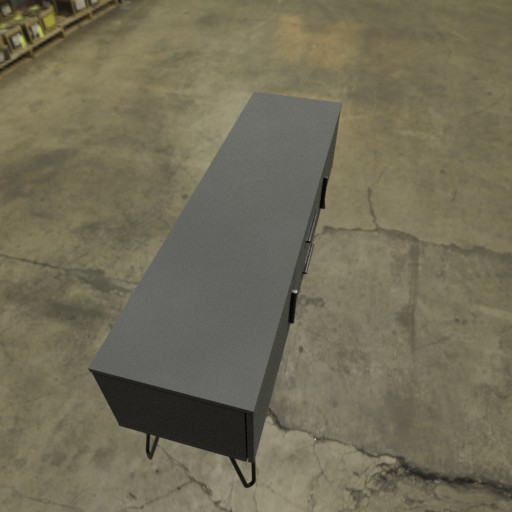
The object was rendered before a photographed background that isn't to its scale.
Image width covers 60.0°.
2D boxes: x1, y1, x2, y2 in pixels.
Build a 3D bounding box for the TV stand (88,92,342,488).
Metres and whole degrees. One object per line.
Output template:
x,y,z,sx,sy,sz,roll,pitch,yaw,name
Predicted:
0.000,0.000,1.629,0.400,0.560,1.400,11,47,11,TV stand
